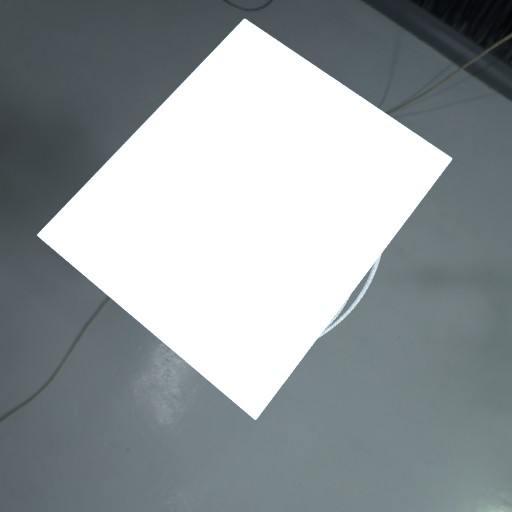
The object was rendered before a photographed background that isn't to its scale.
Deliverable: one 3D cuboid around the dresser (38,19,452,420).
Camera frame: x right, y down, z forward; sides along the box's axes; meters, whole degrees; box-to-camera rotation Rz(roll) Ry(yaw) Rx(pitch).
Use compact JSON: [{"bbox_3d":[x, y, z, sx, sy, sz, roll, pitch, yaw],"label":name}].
[{"bbox_3d":[0.000,0.000,0.819,0.360,0.560,0.400,38,79,9],"label":"dresser"}]
